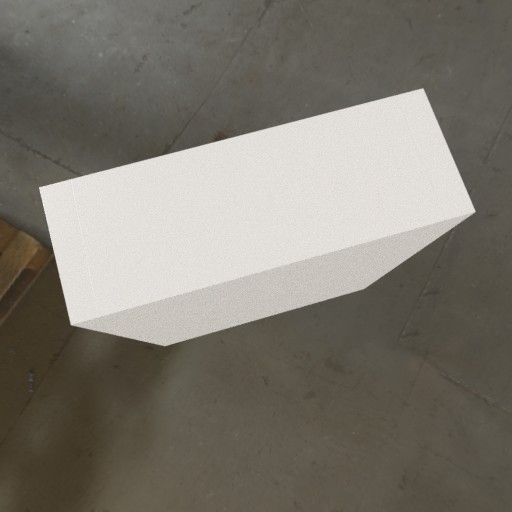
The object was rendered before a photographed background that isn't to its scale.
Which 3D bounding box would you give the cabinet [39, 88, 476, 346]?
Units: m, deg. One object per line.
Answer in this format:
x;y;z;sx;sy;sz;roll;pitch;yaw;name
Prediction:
0.000;0.000;1.622;0.990;1.150;0.348;-16;77;-4;cabinet
